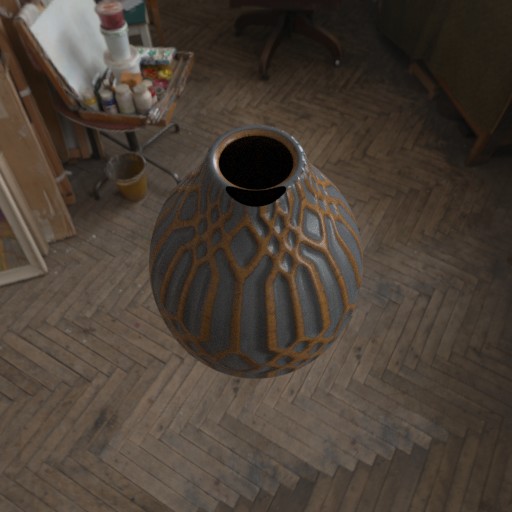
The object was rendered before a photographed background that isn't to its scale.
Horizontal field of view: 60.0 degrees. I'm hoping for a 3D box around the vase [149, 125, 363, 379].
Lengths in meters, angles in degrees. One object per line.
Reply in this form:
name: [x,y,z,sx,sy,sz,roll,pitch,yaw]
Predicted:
vase: [0.000,0.000,0.142,0.069,0.088,0.069,0,58,0]
